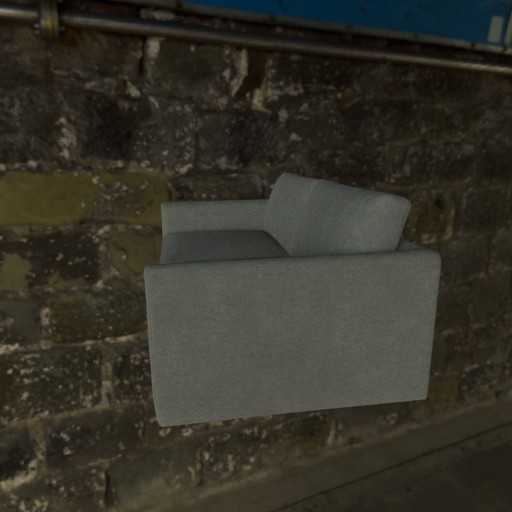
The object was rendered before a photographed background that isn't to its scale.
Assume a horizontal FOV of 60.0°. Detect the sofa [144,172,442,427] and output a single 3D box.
[{"bbox_3d":[0.000,0.000,2.507,1.091,0.845,1.909,-2,14,-10],"label":"sofa"}]
